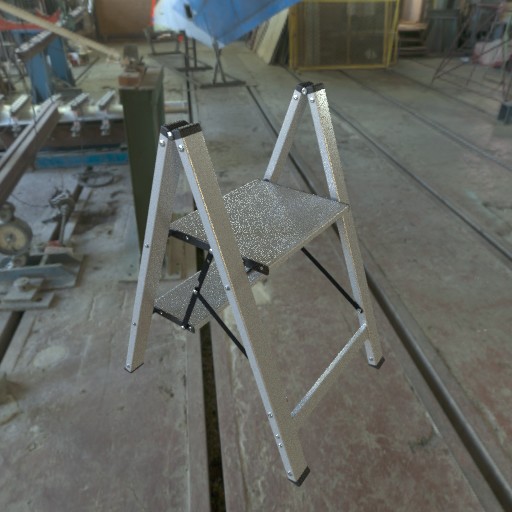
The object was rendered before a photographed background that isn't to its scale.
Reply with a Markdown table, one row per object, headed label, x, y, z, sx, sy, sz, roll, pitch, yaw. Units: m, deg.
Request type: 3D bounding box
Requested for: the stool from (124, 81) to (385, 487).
| label | x | y | z | sx | sy | sz | roll | pitch | yaw |
| --- | --- | --- | --- | --- | --- | --- | --- | --- | --- |
| stool | 0.000 | 0.000 | 0.987 | 0.535 | 0.670 | 0.440 | 21 | 38 | 30 |
